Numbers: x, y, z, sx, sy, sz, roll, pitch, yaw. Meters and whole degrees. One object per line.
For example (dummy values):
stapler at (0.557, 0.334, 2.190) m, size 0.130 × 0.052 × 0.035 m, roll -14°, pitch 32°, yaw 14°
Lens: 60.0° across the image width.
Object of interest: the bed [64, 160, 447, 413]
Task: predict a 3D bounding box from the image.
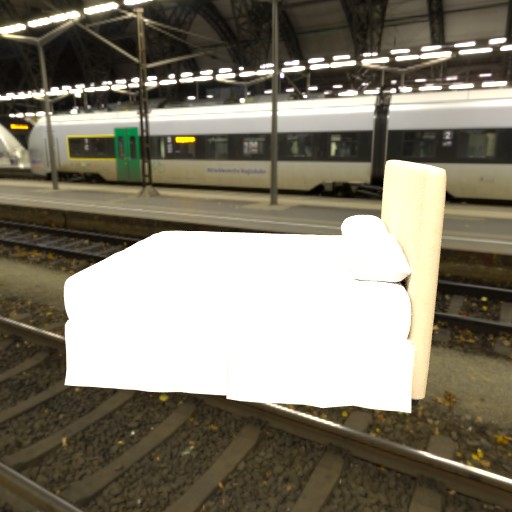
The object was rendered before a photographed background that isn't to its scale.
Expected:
bed at (0.000, 0.000, 3.185) m, size 2.142 × 1.330 × 1.723 m, roll 2°, pitch 14°, yaw 9°
